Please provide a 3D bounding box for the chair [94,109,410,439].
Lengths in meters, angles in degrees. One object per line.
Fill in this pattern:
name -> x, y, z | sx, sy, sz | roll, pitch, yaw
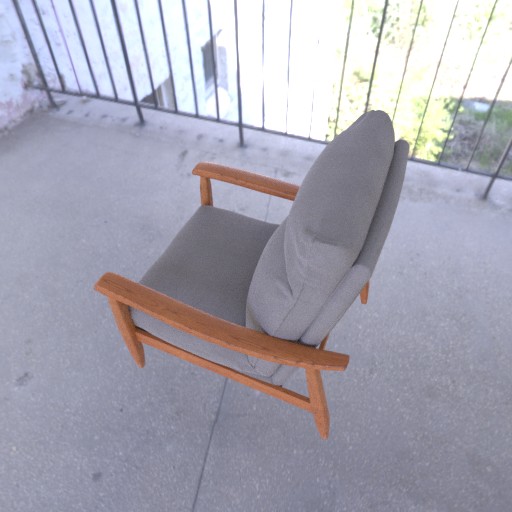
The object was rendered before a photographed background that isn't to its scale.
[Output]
chair -> 0.000, 0.000, 1.548 | 0.816, 0.922, 0.782 | 16, 48, 15
